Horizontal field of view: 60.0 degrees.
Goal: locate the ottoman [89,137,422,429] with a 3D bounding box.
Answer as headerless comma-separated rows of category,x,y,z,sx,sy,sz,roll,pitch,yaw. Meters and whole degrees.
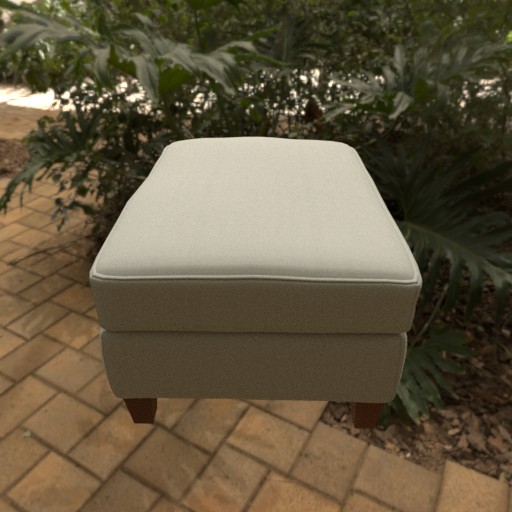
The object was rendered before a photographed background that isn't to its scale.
ottoman,0.000,0.000,1.228,0.634,0.496,0.818,1,31,1
